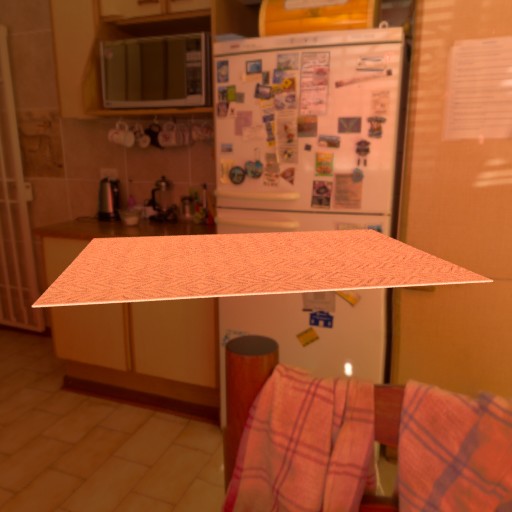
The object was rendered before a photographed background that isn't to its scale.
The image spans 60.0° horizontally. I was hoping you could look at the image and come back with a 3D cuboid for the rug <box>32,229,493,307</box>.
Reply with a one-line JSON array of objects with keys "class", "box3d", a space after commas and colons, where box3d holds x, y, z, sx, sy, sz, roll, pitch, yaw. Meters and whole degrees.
[{"class": "rug", "box3d": [0.000, 0.000, 2.309, 1.828, 0.007, 1.220, -2, 14, -10]}]
